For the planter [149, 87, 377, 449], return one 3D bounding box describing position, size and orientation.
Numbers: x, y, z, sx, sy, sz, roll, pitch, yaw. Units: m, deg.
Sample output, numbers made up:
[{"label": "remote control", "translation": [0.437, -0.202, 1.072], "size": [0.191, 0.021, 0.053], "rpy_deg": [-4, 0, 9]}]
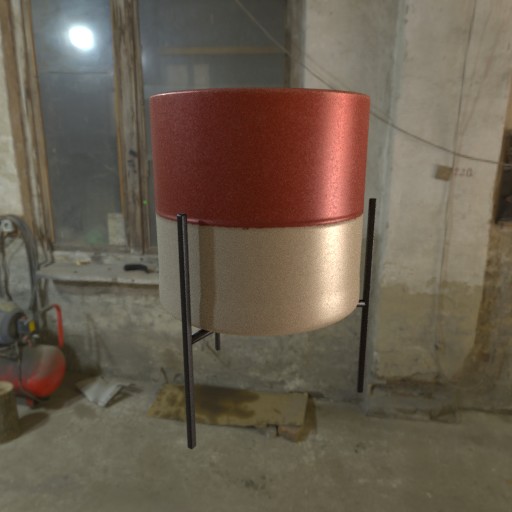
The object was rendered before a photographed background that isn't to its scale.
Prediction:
[{"label": "planter", "translation": [0.000, 0.000, 0.530], "size": [0.235, 0.354, 0.251], "rpy_deg": [-8, 17, -27]}]
